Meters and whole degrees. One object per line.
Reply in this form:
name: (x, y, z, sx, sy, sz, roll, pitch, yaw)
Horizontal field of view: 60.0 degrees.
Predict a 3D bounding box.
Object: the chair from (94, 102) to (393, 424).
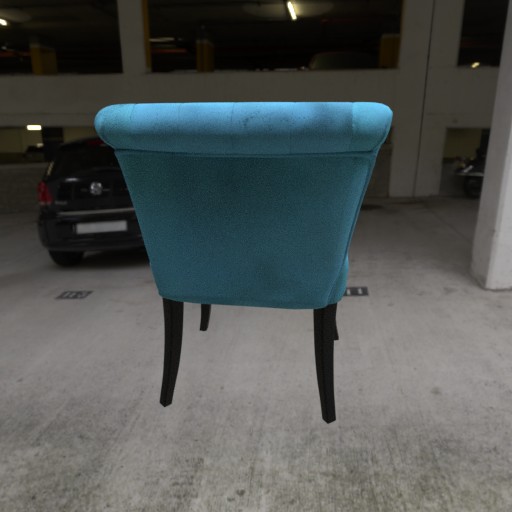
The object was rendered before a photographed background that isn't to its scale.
chair: (0.000, 0.000, 1.178, 0.582, 0.750, 0.605, 2, 17, 8)
